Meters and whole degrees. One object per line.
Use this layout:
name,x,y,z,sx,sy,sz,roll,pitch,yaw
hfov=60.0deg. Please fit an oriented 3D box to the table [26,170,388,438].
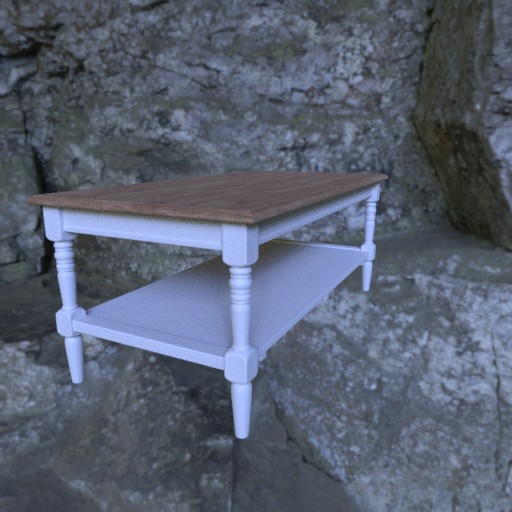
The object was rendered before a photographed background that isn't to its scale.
table,0.000,0.000,1.380,0.559,0.458,1.118,7,16,26
